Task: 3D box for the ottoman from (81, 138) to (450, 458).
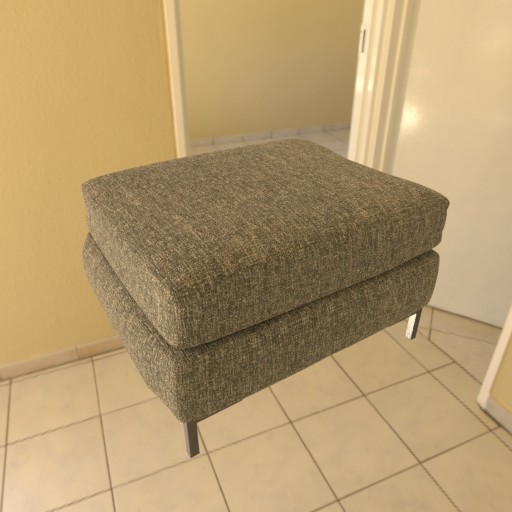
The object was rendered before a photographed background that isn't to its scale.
[{"bbox_3d":[0.000,0.000,1.239,0.828,0.480,0.683,-18,35,-28],"label":"ottoman"}]
